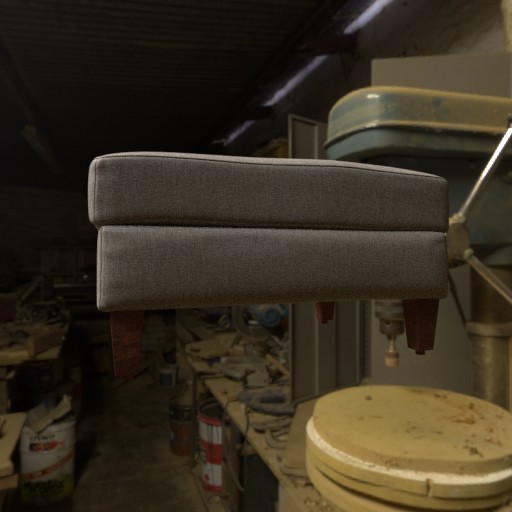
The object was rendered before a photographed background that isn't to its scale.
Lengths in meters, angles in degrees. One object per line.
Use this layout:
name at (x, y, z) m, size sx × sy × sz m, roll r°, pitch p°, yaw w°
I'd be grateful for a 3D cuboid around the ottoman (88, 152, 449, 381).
ottoman at (0.000, 0.000, 1.259) m, size 0.873 × 0.494 × 0.639 m, roll 0°, pitch 0°, yaw -19°
